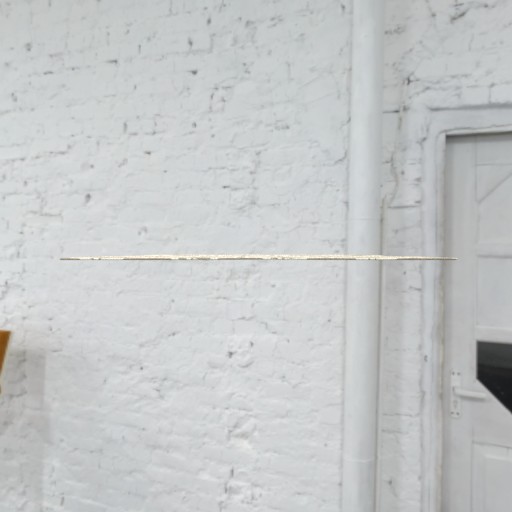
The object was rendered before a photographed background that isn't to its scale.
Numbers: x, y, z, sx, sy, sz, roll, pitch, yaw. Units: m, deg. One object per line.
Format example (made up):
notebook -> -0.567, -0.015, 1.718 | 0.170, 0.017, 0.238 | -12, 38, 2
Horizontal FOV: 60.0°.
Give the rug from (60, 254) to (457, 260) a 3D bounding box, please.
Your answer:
rug -> 0.000, 0.000, 4.404 | 2.441, 0.020, 3.419 | 0, 0, -1
